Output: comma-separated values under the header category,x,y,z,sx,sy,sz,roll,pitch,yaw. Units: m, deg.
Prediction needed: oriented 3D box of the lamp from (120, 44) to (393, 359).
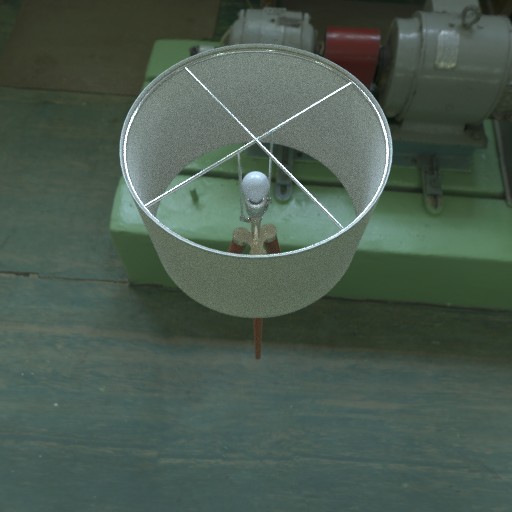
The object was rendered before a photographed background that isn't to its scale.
category,x,y,z,sx,sy,sz,roll,pitch,yaw
lamp,0.000,0.000,0.898,0.355,0.709,0.354,3,64,1
